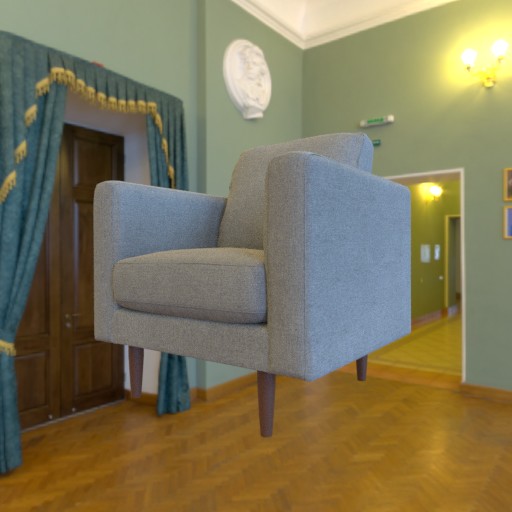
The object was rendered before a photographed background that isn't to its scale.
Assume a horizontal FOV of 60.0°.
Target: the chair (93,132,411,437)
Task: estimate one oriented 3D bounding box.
[{"bbox_3d":[0.000,0.000,1.554,0.855,0.927,0.800,0,0,36],"label":"chair"}]
